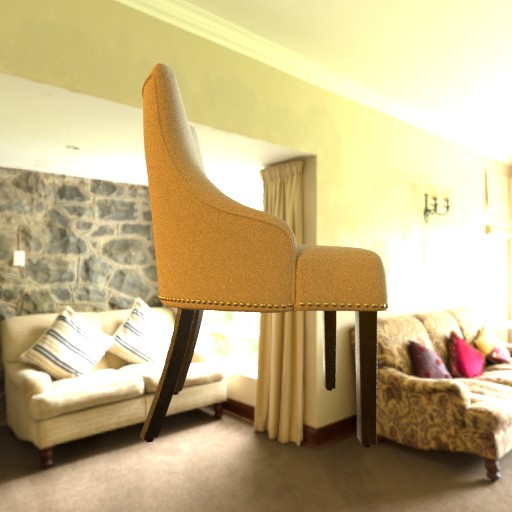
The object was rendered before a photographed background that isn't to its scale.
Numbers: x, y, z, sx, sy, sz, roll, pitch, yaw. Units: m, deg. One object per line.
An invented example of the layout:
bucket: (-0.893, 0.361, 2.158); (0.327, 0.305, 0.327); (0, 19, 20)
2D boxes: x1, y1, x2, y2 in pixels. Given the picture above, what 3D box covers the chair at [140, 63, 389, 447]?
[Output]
chair: (0.000, 0.000, 1.290); (0.629, 0.909, 0.566); (0, -1, -1)
